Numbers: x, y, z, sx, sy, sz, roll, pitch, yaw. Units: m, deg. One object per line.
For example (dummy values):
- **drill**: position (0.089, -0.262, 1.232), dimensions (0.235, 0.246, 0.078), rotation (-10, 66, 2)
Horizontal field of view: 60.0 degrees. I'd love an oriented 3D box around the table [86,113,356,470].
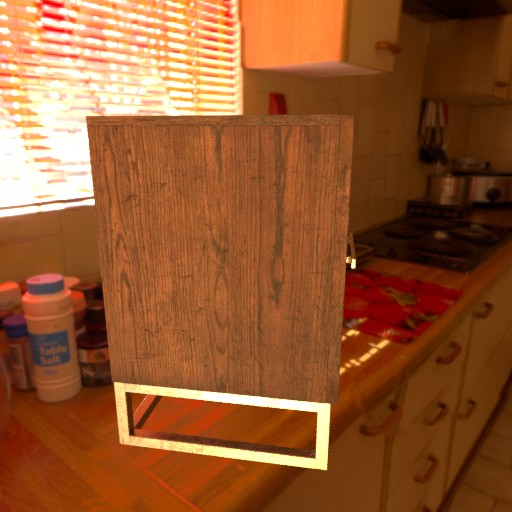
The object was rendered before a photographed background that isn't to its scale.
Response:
- **table**: position (0.000, 0.000, 1.267), dimensions (0.542, 0.746, 0.767), rotation (3, 16, 10)
